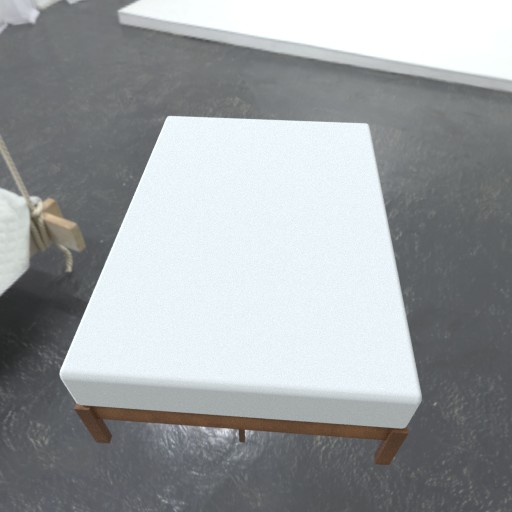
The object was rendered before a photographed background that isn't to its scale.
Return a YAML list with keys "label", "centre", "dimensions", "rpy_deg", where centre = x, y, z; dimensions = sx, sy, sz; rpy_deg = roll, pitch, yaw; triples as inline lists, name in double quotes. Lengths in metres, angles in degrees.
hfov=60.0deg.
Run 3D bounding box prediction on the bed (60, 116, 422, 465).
- label: "bed"
  centre: [0.000, 0.000, 2.475]
  dimensions: [1.348, 0.616, 1.927]
  rpy_deg: [3, 46, 3]
